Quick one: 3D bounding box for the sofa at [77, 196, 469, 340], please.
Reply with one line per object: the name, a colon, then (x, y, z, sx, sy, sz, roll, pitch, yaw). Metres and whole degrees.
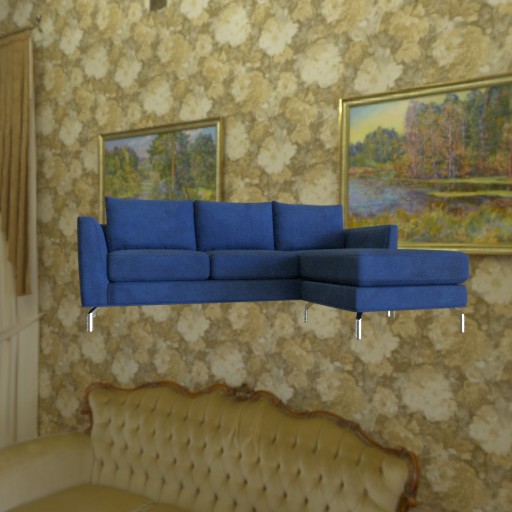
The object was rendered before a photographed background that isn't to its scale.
sofa: (0.000, 0.000, 3.249, 2.438, 0.987, 1.622, 0, 0, -19)
